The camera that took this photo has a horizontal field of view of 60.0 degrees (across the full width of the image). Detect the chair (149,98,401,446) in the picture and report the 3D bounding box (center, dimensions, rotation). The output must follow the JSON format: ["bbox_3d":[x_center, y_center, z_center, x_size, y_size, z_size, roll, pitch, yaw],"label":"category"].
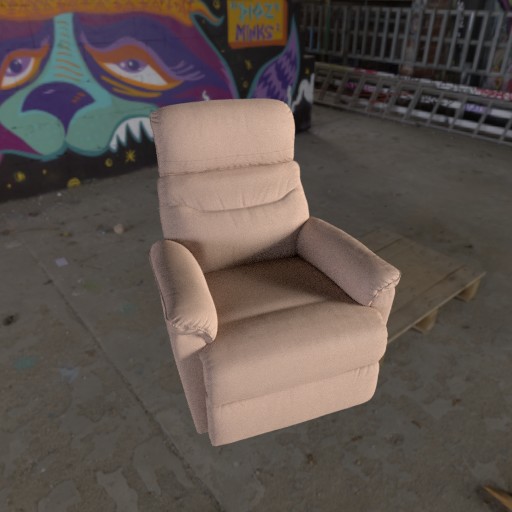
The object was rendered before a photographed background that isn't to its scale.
[{"bbox_3d":[0.000,0.000,1.761,0.820,1.037,1.004,-10,32,-17],"label":"chair"}]
